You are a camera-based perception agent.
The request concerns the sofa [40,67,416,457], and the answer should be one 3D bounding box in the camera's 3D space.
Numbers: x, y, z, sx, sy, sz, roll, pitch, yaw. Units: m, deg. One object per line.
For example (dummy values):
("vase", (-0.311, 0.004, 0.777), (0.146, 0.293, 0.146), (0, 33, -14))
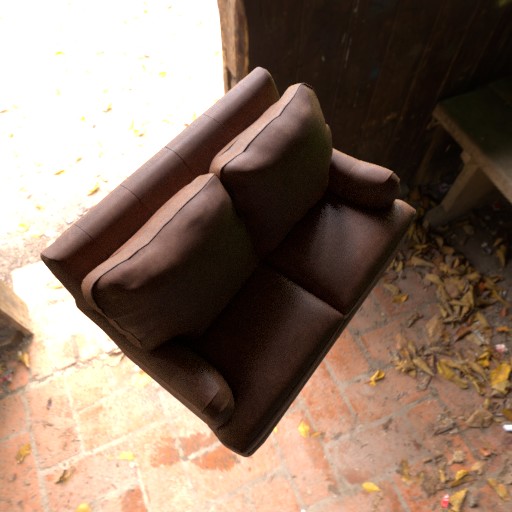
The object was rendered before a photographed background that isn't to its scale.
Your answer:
("sofa", (0.000, 0.000, 2.200), (1.077, 1.004, 1.527), (34, 66, 18))
